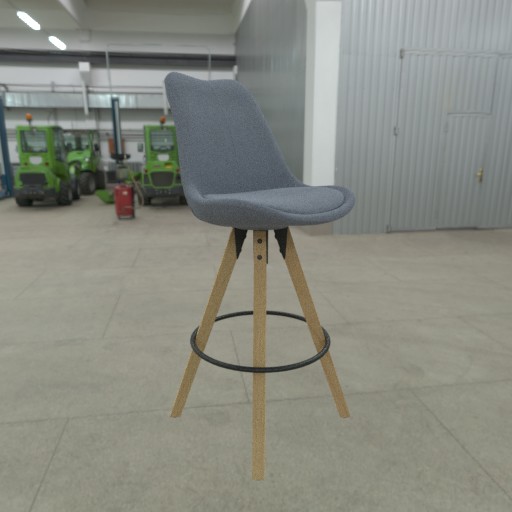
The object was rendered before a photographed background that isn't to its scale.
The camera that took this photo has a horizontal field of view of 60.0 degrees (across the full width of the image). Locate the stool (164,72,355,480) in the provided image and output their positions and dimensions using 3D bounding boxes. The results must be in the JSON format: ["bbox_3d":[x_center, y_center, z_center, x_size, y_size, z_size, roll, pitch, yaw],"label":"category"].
[{"bbox_3d":[0.000,0.000,1.401,0.485,1.115,0.550,-13,19,-43],"label":"stool"}]
